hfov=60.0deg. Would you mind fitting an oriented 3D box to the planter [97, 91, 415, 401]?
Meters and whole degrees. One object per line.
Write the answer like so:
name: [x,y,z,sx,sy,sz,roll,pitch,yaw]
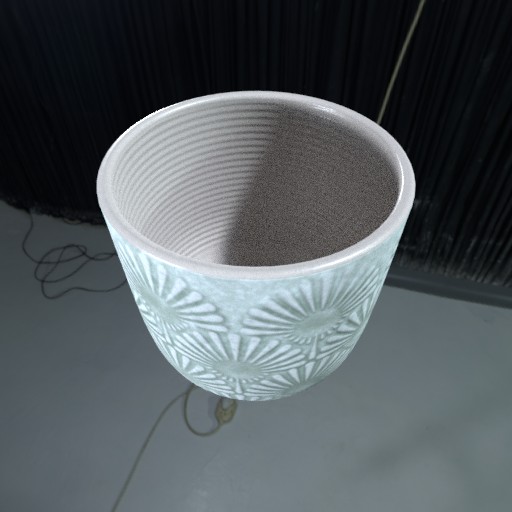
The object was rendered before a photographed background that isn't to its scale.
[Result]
planter: [0.000,0.000,0.215,0.124,0.109,0.124,0,46,0]
